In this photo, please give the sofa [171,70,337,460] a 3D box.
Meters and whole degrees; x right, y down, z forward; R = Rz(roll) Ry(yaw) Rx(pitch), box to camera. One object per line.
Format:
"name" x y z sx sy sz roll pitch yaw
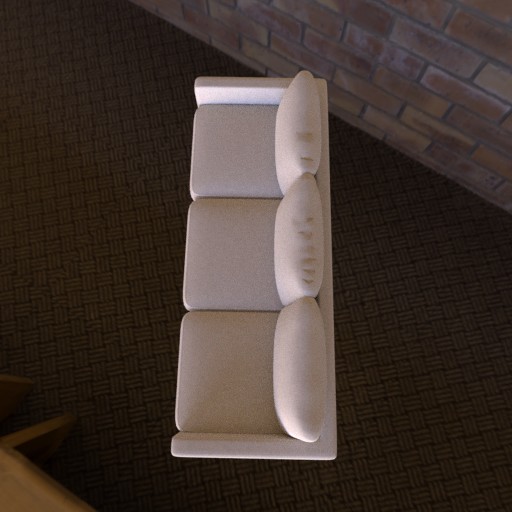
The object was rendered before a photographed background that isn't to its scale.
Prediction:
"sofa" 0.000 0.000 2.711 0.859 0.874 2.218 1 75 0
